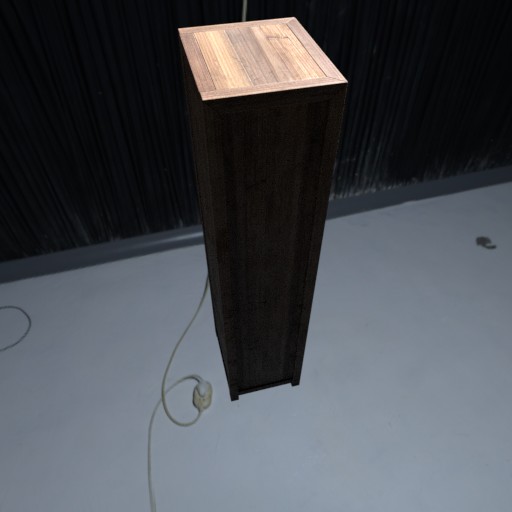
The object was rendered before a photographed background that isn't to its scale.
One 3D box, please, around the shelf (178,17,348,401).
[{"bbox_3d":[0.000,0.000,2.093,0.428,1.900,0.500,-11,49,-10],"label":"shelf"}]
